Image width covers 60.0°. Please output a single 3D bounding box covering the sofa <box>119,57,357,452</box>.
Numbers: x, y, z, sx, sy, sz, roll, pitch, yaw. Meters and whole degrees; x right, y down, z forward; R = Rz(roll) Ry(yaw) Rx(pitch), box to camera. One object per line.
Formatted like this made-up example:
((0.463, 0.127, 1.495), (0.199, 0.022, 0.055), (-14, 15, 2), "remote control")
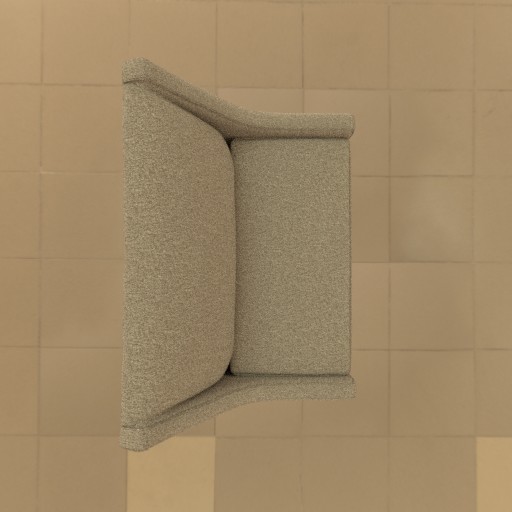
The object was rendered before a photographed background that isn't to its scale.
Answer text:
((0.000, 0.000, 1.860), (0.862, 1.026, 1.242), (0, 89, -1), "sofa")
